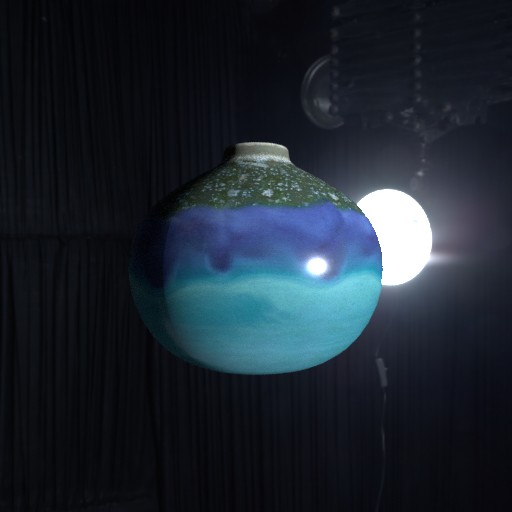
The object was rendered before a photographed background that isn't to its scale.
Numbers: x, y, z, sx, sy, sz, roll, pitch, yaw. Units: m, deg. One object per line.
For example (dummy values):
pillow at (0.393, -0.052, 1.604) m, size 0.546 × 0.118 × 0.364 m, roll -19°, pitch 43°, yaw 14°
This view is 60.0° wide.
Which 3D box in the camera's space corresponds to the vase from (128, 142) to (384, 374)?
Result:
vase at (0.000, 0.000, 0.278) m, size 0.154 × 0.133 × 0.154 m, roll 0°, pitch 1°, yaw 0°
